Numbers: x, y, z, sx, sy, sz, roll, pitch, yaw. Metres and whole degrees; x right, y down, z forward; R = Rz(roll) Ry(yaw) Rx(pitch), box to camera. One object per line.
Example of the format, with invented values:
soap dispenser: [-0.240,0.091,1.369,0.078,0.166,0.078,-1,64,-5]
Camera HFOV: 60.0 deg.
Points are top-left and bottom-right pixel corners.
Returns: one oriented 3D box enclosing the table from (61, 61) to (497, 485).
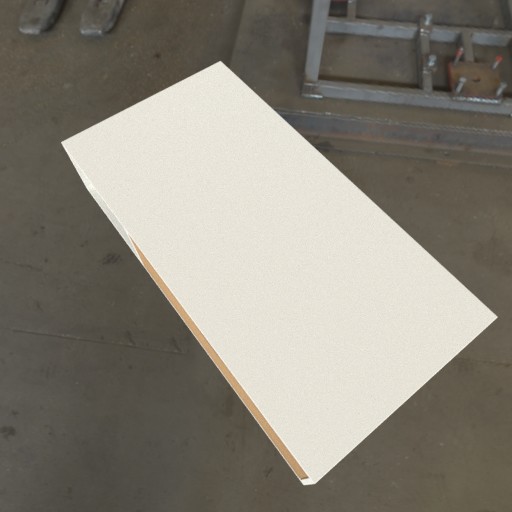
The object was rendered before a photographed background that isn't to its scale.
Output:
table: [0.000,0.000,1.434,0.609,0.432,1.194,-34,67,-17]
